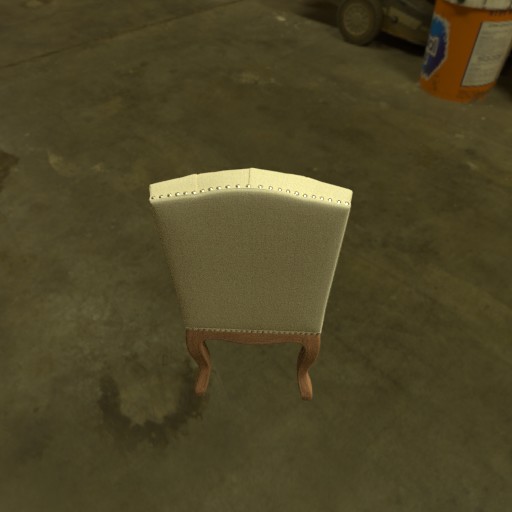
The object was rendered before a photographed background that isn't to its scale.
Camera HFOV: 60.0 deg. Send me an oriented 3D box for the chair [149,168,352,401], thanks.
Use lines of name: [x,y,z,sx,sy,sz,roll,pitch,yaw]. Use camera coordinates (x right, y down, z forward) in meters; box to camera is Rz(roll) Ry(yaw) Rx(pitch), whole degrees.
chair: [0.000,0.000,1.615,0.623,1.165,0.715,2,46,2]
